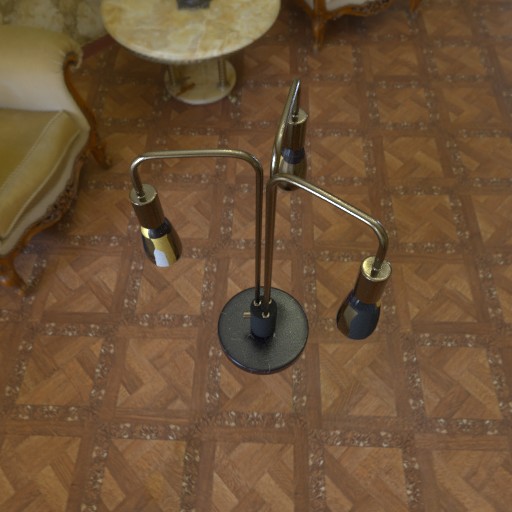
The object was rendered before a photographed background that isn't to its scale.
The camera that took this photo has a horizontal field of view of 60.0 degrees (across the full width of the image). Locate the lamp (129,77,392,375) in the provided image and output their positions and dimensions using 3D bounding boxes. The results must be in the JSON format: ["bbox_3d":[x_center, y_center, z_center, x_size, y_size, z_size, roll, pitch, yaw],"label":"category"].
[{"bbox_3d":[0.000,0.000,0.799,0.368,0.560,0.355,0,58,0],"label":"lamp"}]
